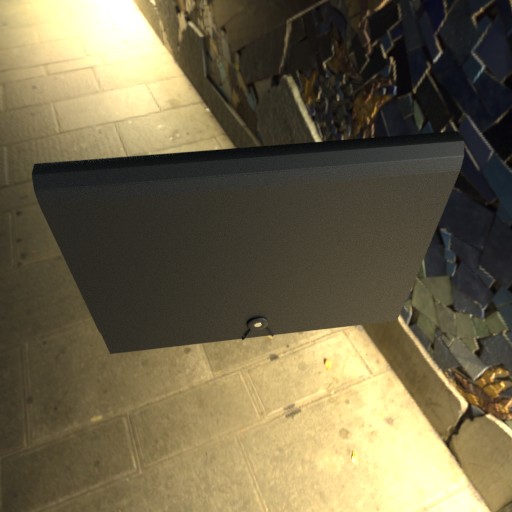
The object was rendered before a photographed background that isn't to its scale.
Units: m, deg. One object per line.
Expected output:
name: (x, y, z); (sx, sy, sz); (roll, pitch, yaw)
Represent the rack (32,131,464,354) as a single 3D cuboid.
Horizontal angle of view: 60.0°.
rack: (0.000, 0.000, 0.429); (0.330, 0.241, 0.041); (-6, 48, -5)
